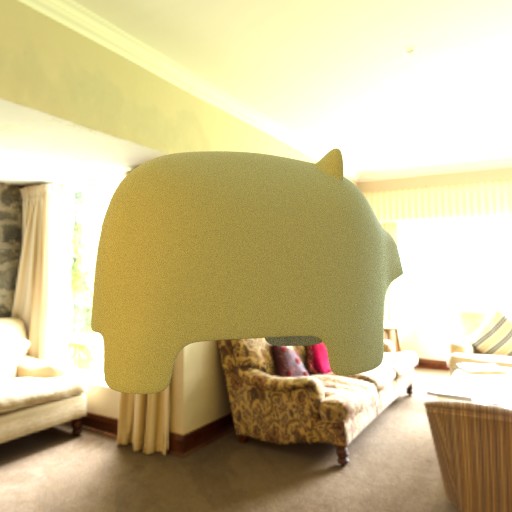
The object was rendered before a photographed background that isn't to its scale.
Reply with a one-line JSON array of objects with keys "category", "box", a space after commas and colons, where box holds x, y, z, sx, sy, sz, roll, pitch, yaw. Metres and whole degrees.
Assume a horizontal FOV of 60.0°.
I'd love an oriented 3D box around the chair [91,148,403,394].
[{"category": "chair", "box": [0.000, 0.000, 0.891, 0.619, 0.423, 0.364, 1, -2, -18]}]
